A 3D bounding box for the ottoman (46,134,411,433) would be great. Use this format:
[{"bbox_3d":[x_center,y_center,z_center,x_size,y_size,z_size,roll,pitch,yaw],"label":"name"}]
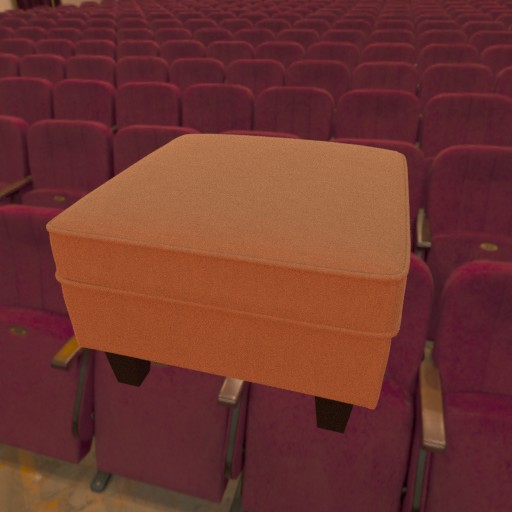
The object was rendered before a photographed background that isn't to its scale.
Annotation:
[{"bbox_3d":[0.000,0.000,1.011,0.616,0.438,0.613,8,31,13],"label":"ottoman"}]
